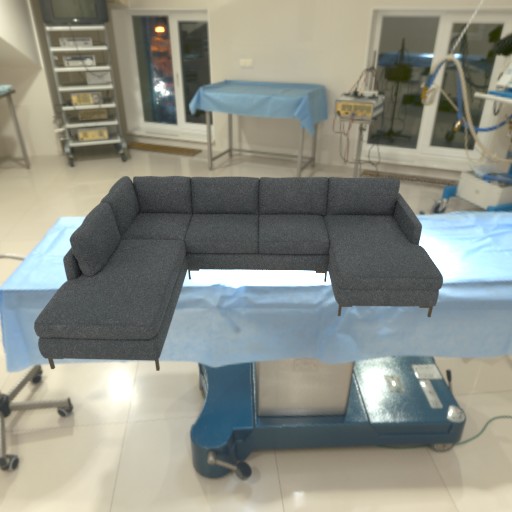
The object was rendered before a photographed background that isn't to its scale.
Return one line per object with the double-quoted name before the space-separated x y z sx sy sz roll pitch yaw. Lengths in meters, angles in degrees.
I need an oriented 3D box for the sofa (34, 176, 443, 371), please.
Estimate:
"sofa" 0.000 0.000 3.774 2.956 0.813 2.007 1 29 1
